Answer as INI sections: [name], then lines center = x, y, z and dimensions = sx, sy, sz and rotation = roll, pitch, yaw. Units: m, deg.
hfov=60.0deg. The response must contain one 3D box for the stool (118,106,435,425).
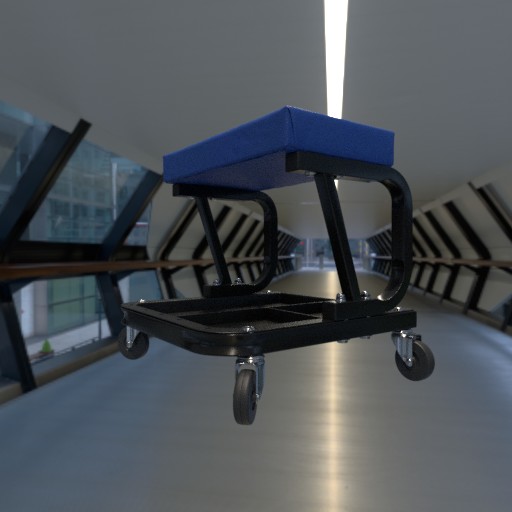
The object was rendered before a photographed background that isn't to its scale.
[stool]
center = 0.000, 0.000, 0.741
dimensions = 0.371, 0.380, 0.446
rotation = -1, 1, -36
